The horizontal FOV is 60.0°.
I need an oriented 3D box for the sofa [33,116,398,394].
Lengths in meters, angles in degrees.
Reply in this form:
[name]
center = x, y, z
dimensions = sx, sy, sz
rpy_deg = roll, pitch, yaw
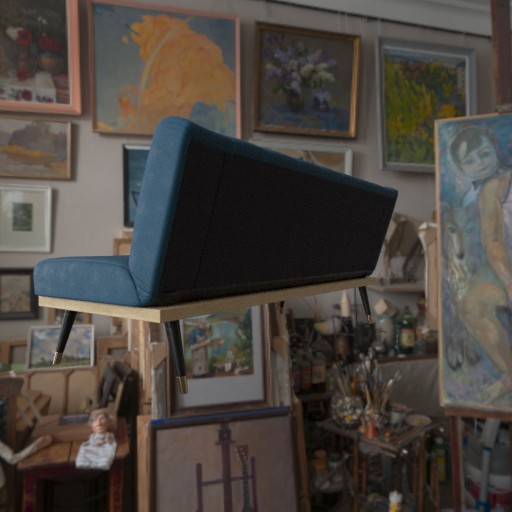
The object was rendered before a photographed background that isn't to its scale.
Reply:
[sofa]
center = 0.000, 0.000, 2.177
dimensions = 0.830, 0.825, 1.810
rpy_deg = 1, 1, 36
